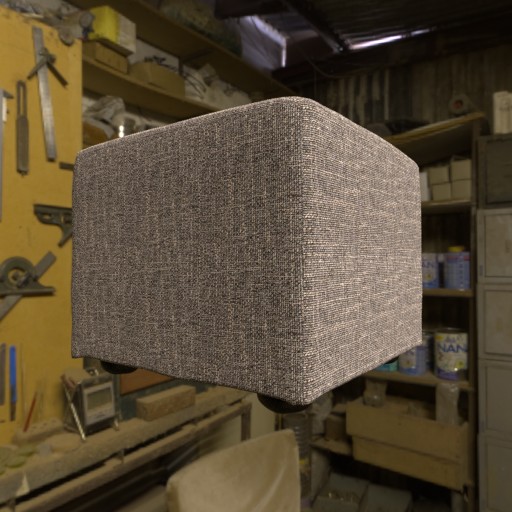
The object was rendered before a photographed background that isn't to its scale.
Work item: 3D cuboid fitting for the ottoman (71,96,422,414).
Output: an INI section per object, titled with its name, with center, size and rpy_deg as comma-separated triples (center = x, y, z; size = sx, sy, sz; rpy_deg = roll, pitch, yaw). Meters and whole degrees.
[ottoman]
center = 0.000, 0.000, 0.892
size = 0.521, 0.453, 0.512
rpy_deg = -1, -1, 36
